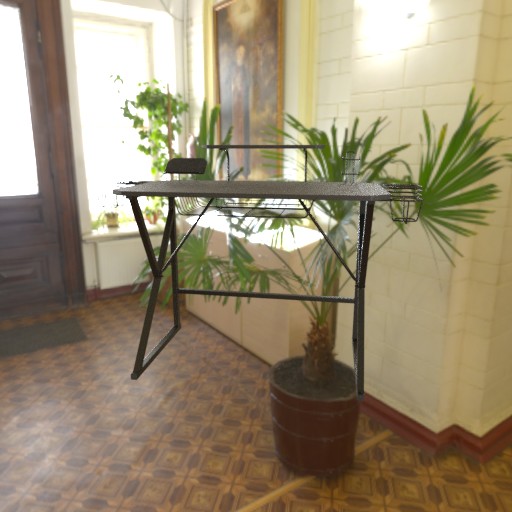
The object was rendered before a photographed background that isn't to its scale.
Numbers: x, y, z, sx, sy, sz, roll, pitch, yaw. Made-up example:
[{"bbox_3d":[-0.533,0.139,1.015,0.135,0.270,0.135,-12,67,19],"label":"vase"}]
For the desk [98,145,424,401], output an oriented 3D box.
[{"bbox_3d":[0.000,0.000,1.808,1.290,0.880,0.580,2,14,10],"label":"desk"}]
